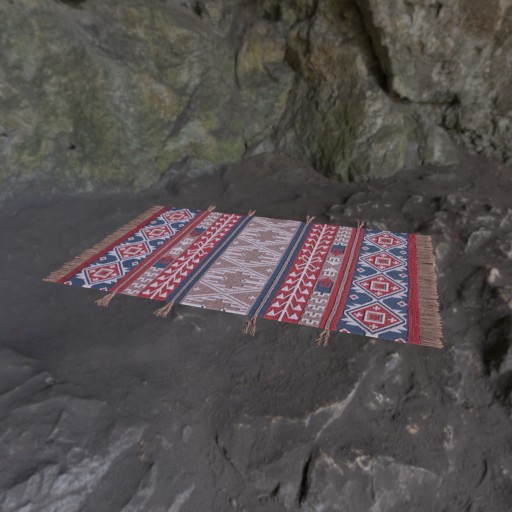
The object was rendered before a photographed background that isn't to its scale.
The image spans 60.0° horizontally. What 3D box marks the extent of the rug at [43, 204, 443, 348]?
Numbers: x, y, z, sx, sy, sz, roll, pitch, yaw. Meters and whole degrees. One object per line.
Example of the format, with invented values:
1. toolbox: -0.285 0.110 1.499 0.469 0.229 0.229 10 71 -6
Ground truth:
1. rug: 0.000 0.000 2.625 2.025 0.040 1.469 8 27 15
